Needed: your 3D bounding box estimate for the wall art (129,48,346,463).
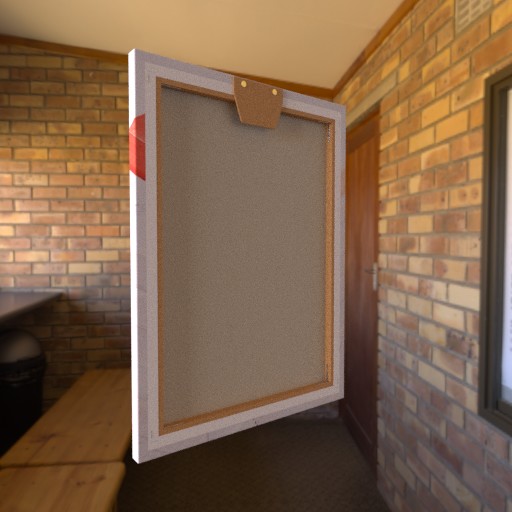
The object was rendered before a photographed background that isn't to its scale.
[{"bbox_3d":[0.000,0.000,1.322,0.759,1.014,0.045,-2,3,-37],"label":"wall art"}]
